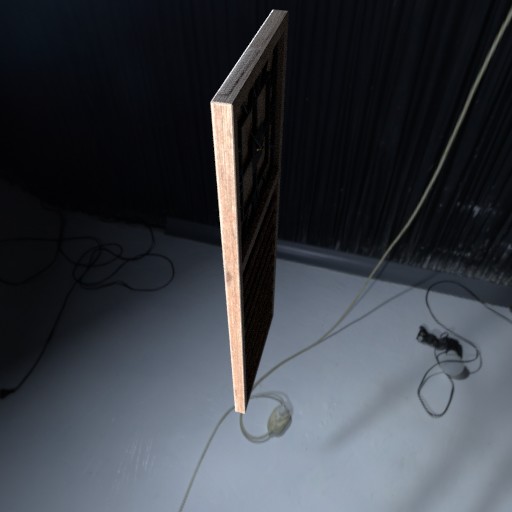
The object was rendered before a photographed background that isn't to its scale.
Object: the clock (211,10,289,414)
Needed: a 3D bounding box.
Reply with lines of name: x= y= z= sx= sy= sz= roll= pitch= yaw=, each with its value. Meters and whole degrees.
clock: x=0.000 y=0.000 z=1.057 sx=0.030 sy=0.965 sz=0.361 roll=11 pitch=48 yaw=10
